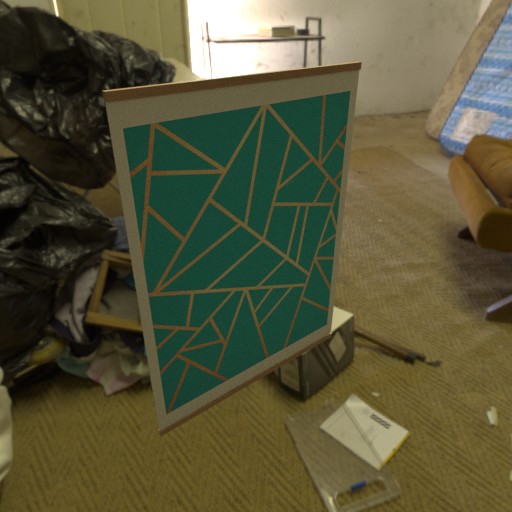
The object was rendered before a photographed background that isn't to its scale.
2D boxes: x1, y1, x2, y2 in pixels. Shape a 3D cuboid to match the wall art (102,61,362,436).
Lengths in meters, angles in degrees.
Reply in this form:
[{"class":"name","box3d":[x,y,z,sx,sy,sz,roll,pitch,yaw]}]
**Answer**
[{"class":"wall art","box3d":[0.000,0.000,1.324,0.758,1.016,0.013,-21,36,-32]}]
